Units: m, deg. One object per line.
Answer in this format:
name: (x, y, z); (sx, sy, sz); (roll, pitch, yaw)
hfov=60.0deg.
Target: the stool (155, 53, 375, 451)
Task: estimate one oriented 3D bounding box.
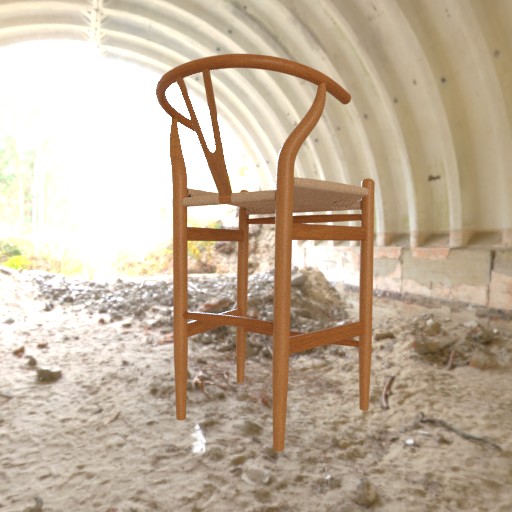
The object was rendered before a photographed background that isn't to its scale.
stool: (0.000, 0.000, 1.330); (0.569, 0.970, 0.579); (1, 2, 35)
